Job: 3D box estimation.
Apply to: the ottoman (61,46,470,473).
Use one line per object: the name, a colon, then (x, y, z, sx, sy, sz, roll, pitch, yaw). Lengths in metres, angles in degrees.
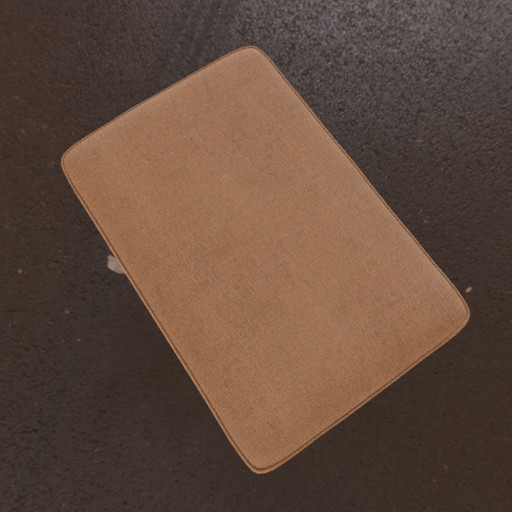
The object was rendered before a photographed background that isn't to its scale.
ottoman: (0.000, 0.000, 1.184, 0.583, 0.484, 0.862, -34, 78, -8)
